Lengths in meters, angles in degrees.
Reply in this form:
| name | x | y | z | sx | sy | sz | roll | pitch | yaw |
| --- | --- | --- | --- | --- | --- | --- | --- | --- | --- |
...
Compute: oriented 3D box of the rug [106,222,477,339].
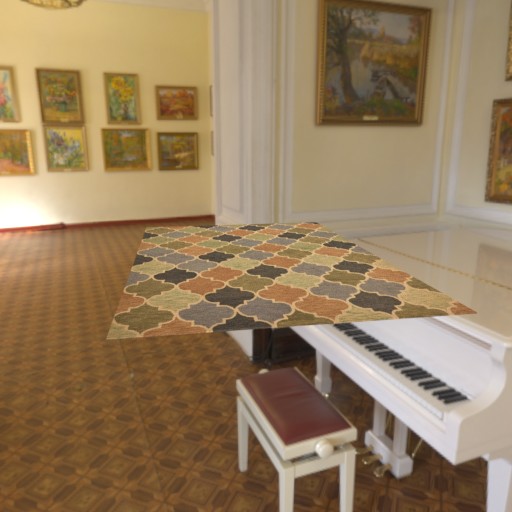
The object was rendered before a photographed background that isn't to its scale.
| name | x | y | z | sx | sy | sz | roll | pitch | yaw |
| --- | --- | --- | --- | --- | --- | --- | --- | --- | --- |
| rug | 0.000 | 0.000 | 2.858 | 1.521 | 0.006 | 2.284 | -2 | 14 | -10 |
